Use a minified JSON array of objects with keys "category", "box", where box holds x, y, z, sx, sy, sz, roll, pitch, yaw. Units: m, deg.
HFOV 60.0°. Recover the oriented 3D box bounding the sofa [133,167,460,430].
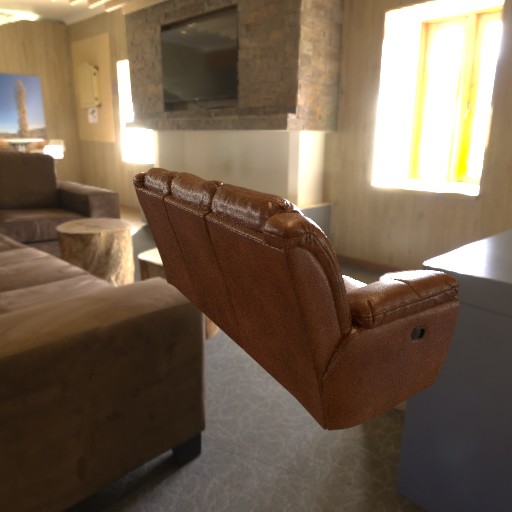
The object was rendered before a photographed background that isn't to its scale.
[{"category":"sofa","box":[0.000,0.000,2.819,0.991,1.043,2.337,-8,18,-27]}]
